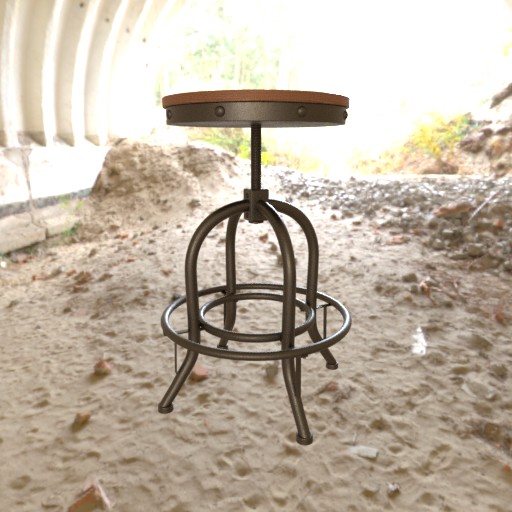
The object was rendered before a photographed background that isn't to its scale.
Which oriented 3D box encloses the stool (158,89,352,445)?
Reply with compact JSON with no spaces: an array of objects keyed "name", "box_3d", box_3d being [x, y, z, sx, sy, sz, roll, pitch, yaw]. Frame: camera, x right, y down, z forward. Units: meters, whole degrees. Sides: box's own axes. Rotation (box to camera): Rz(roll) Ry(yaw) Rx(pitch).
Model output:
[{"name":"stool","box_3d":[0.000,0.000,0.913,0.439,0.609,0.439,-7,16,-25]}]
